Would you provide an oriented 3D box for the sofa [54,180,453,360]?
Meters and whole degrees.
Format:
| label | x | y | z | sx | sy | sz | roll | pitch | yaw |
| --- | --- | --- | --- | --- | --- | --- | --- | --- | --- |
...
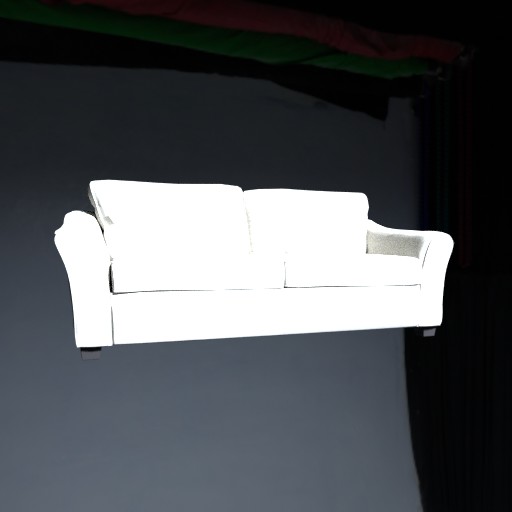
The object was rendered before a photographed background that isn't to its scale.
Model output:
| label | x | y | z | sx | sy | sz | roll | pitch | yaw |
| --- | --- | --- | --- | --- | --- | --- | --- | --- | --- |
| sofa | 0.000 | 0.000 | 2.771 | 2.270 | 0.965 | 0.980 | 0 | 0 | -18 |
